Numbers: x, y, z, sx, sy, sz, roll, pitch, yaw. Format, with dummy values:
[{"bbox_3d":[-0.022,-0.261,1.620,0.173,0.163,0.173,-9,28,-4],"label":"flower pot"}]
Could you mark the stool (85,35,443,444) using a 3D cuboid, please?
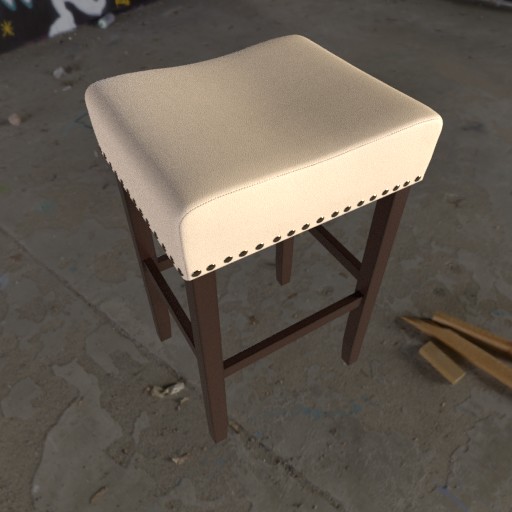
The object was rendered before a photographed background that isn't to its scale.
[{"bbox_3d":[0.000,0.000,0.997,0.471,0.762,0.401,-24,51,-21],"label":"stool"}]
